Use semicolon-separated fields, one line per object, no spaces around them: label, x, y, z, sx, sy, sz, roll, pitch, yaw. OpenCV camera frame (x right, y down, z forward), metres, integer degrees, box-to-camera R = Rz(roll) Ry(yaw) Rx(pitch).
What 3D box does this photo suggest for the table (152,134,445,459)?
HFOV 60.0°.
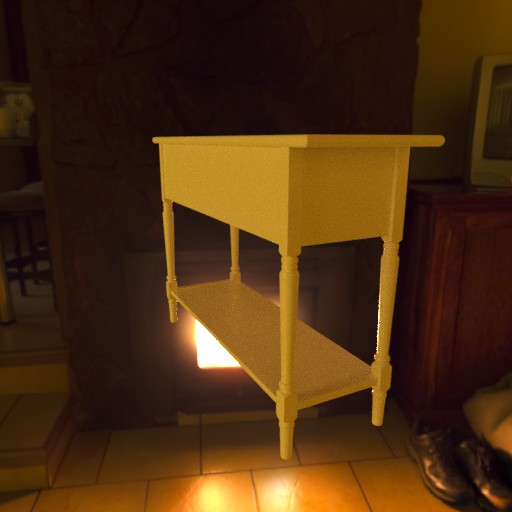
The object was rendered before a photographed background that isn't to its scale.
table;0.000;0.000;1.564;0.386;0.814;1.191;-7;16;-26
